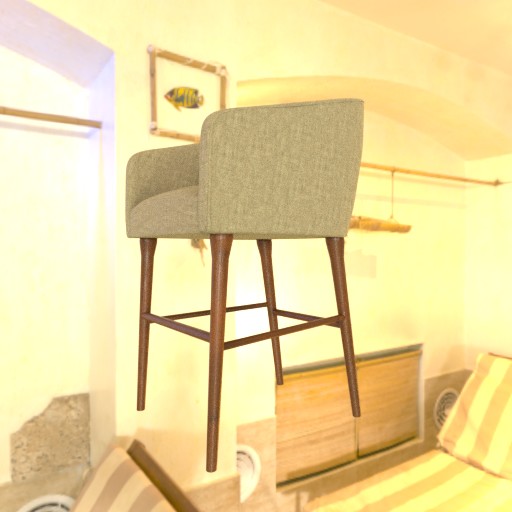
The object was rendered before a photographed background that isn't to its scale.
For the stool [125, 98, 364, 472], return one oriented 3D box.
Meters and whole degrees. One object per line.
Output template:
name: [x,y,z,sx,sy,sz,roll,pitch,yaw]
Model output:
stool: [0.000,0.000,1.331,0.635,0.952,0.559,-1,1,-34]
